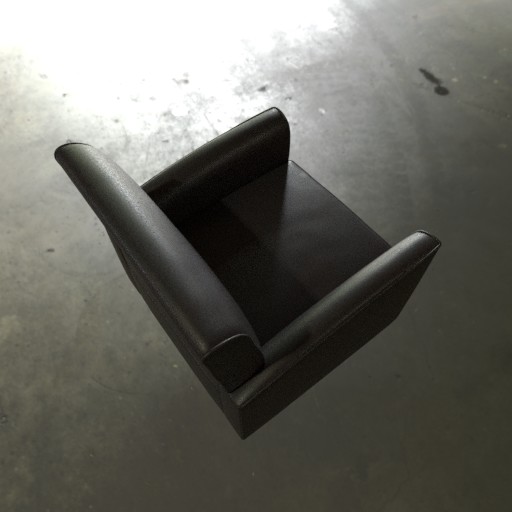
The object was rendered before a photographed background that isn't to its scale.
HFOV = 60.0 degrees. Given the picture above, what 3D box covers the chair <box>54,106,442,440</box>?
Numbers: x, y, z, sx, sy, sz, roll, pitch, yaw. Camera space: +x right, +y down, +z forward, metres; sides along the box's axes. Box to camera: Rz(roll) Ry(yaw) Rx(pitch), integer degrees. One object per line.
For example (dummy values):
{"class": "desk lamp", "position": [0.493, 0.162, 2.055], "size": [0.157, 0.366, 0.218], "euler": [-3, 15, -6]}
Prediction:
{"class": "chair", "position": [0.000, 0.000, 1.521], "size": [0.819, 0.916, 0.820], "euler": [-32, 62, -20]}
